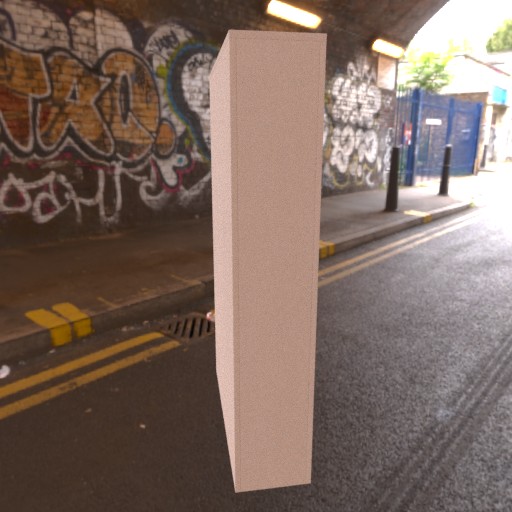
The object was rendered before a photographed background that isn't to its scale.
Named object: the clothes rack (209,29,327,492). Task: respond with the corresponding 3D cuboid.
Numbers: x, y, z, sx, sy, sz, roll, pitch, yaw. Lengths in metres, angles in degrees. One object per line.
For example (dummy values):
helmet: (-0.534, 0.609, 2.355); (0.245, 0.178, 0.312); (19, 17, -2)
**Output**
clothes rack: (0.000, 0.000, 1.562); (0.250, 1.280, 0.750); (-2, 14, -9)
